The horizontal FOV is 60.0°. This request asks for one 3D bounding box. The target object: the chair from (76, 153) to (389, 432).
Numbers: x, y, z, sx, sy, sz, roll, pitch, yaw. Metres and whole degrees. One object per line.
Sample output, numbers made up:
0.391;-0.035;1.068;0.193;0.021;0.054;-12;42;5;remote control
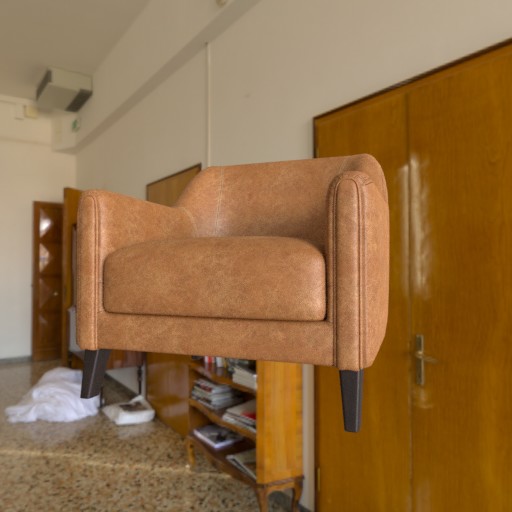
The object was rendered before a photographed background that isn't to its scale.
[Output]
0.000;0.000;1.811;1.037;0.980;1.034;0;-1;20;chair
